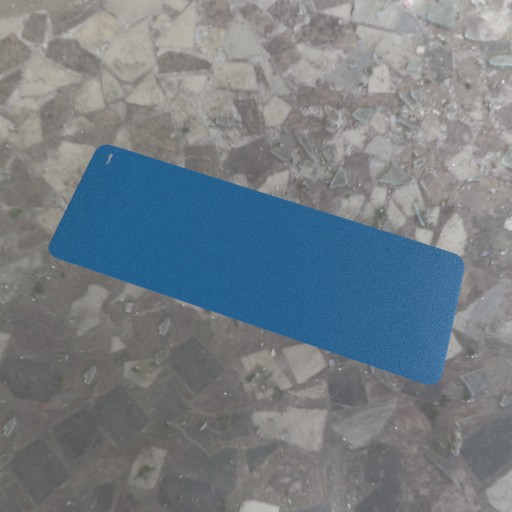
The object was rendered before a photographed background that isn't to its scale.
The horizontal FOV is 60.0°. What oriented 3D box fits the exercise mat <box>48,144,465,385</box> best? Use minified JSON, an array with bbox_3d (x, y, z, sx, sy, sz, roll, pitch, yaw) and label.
[{"bbox_3d":[0.000,0.000,2.060,1.869,0.021,0.616,18,76,5],"label":"exercise mat"}]
